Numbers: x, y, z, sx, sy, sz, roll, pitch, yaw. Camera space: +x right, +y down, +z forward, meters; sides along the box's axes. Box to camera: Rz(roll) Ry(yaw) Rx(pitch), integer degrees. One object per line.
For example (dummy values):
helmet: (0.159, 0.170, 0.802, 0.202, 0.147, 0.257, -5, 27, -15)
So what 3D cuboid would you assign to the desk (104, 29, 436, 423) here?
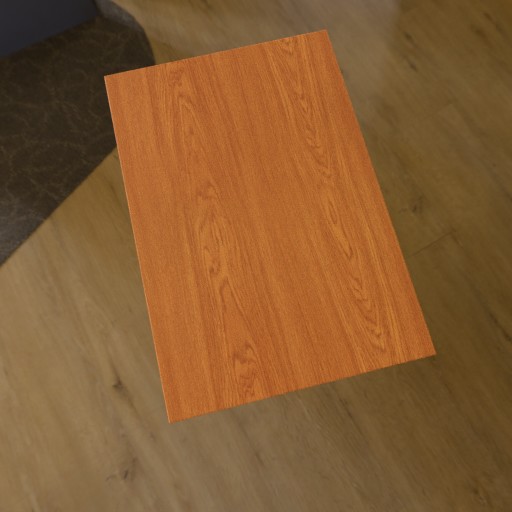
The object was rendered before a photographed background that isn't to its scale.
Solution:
desk: (0.000, 0.000, 1.071, 0.404, 0.730, 0.600, -13, 76, -3)
